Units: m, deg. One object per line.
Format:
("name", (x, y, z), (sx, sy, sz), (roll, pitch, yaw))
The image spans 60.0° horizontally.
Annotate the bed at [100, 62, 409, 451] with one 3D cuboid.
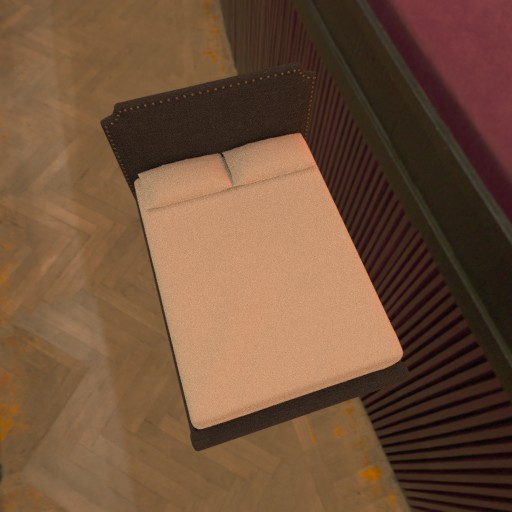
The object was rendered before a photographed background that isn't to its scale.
("bed", (0.000, 0.000, 3.469), (1.713, 1.443, 2.372), (-16, 65, -8))
